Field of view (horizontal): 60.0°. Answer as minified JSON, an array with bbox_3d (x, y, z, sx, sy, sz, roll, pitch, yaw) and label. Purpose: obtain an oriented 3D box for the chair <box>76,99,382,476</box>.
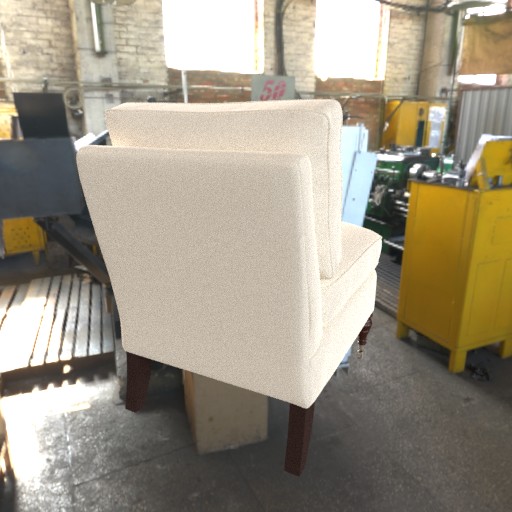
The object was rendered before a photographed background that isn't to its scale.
[{"bbox_3d":[0.000,0.000,1.359,0.630,0.887,0.781,9,19,27],"label":"chair"}]
